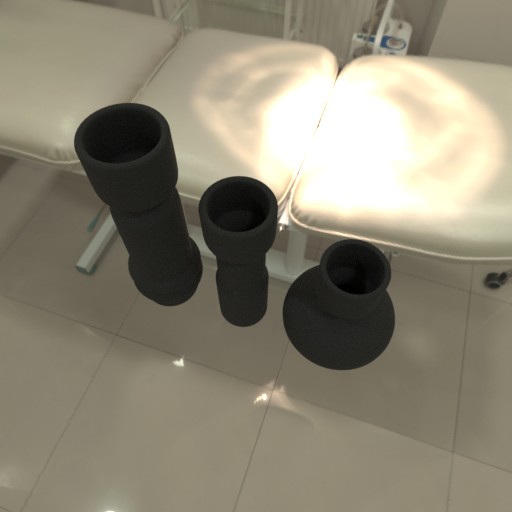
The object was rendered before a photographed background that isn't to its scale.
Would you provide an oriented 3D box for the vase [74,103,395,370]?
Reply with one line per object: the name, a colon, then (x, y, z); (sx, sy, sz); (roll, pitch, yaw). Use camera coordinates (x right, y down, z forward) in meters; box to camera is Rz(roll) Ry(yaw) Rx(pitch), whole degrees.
vase: (0.000, 0.000, 0.434); (0.307, 0.249, 0.120); (16, 60, 10)
